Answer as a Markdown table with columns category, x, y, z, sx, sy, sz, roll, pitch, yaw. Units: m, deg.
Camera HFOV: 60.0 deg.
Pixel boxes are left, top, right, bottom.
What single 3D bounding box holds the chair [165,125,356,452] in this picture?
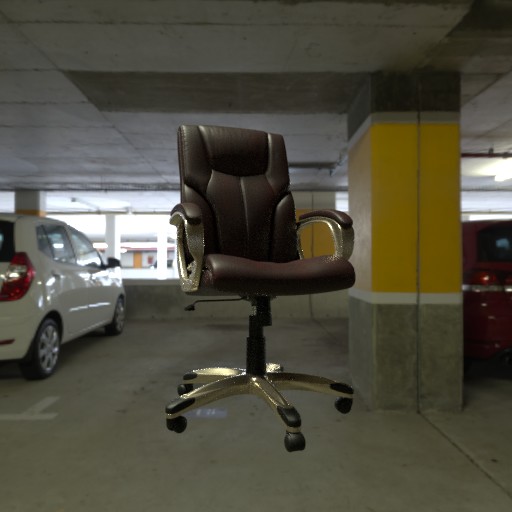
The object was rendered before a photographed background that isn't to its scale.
| category | x | y | z | sx | sy | sz | roll | pitch | yaw |
| --- | --- | --- | --- | --- | --- | --- | --- | --- | --- |
| chair | 0.000 | 0.000 | 1.580 | 0.662 | 1.107 | 0.739 | 0 | -1 | -19 |
